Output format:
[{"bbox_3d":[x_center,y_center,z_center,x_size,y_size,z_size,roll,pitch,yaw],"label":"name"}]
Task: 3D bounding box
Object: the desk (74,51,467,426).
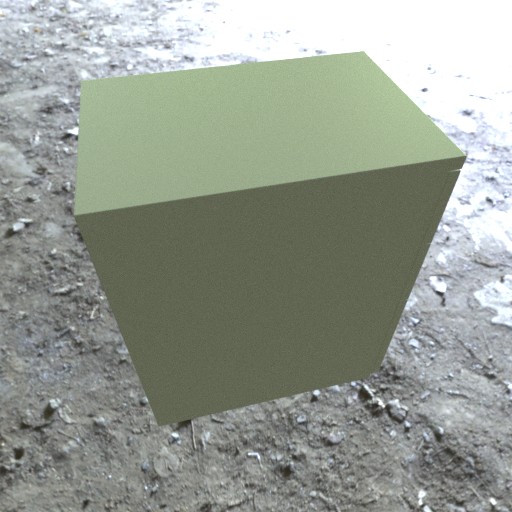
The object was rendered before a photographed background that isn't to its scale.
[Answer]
[{"bbox_3d":[0.000,0.000,1.041,0.600,0.730,0.404,-10,48,-9],"label":"desk"}]
